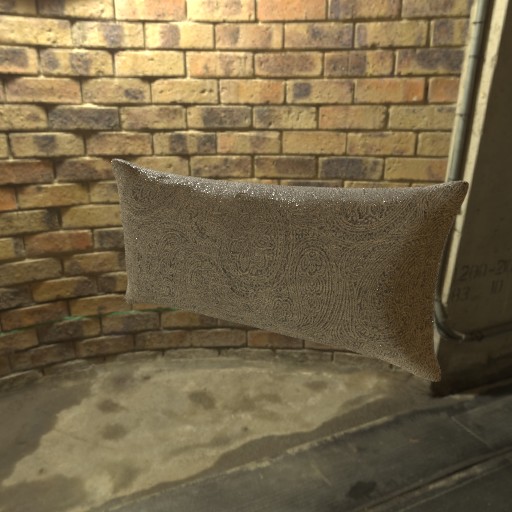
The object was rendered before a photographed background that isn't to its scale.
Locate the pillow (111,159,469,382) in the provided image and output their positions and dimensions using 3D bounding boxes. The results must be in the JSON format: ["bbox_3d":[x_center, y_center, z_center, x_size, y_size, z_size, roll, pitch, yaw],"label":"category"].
[{"bbox_3d":[0.000,0.000,0.746,0.615,0.295,0.151,9,20,27],"label":"pillow"}]
